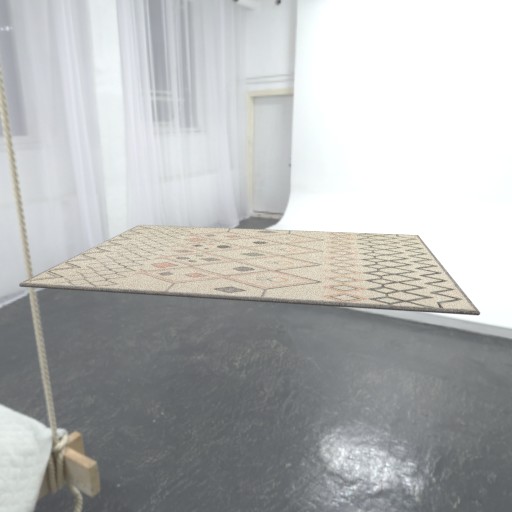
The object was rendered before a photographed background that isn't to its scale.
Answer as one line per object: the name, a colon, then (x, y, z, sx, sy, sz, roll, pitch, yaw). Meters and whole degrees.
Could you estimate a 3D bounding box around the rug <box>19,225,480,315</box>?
rug: (0.000, 0.000, 2.303, 1.829, 0.016, 1.219, 3, 16, 9)
